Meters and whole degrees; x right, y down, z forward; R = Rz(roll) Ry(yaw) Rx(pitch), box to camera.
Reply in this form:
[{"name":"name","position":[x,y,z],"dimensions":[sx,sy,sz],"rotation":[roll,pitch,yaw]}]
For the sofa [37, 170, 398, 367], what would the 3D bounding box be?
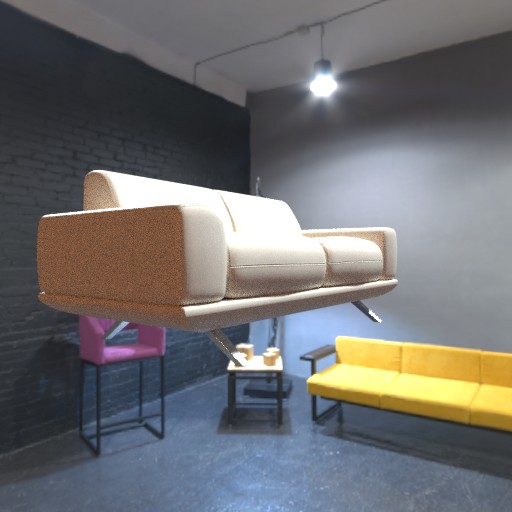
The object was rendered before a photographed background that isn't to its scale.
[{"name":"sofa","position":[0.000,0.000,2.337],"dimensions":[0.900,0.772,1.901],"rotation":[0,0,37]}]
